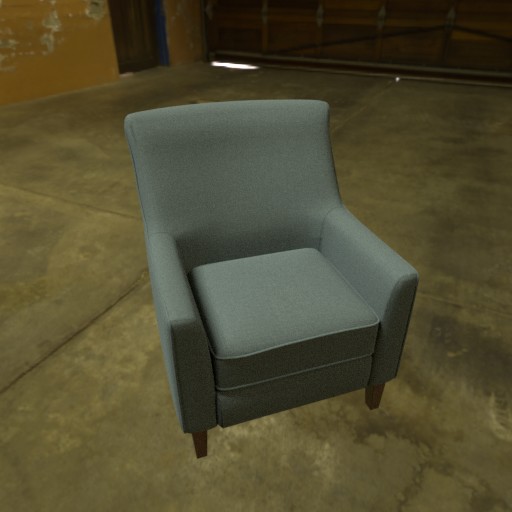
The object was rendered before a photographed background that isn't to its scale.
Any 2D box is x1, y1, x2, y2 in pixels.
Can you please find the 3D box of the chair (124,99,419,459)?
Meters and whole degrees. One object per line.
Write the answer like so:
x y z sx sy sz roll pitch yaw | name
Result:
0.000 0.000 1.581 0.756 0.916 0.879 -9 32 -15 | chair
